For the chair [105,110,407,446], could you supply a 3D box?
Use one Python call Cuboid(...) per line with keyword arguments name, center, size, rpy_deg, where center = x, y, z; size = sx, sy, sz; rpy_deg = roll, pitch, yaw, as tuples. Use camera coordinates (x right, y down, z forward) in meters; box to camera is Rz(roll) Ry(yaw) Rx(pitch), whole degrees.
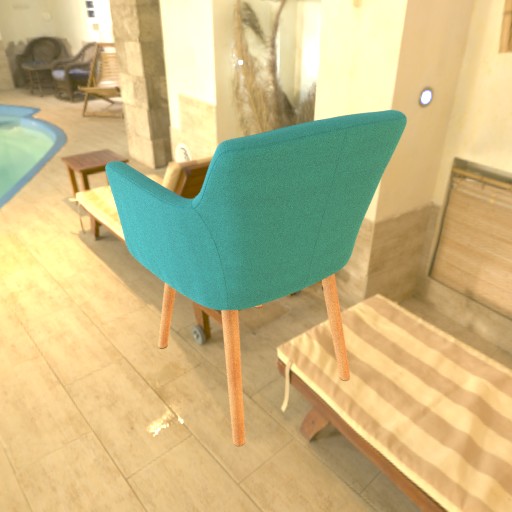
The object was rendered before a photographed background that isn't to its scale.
Cuboid(name="chair", center=(0.000, 0.000, 1.148), size=(0.570, 0.780, 0.540), rpy_deg=(-20, 35, -30))
